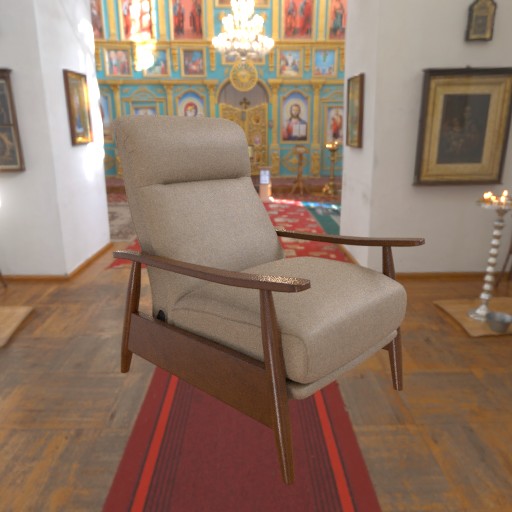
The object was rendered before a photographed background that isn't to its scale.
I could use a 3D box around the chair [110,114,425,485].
[{"bbox_3d":[0.000,0.000,1.747,1.030,1.082,0.762,14,20,42],"label":"chair"}]
